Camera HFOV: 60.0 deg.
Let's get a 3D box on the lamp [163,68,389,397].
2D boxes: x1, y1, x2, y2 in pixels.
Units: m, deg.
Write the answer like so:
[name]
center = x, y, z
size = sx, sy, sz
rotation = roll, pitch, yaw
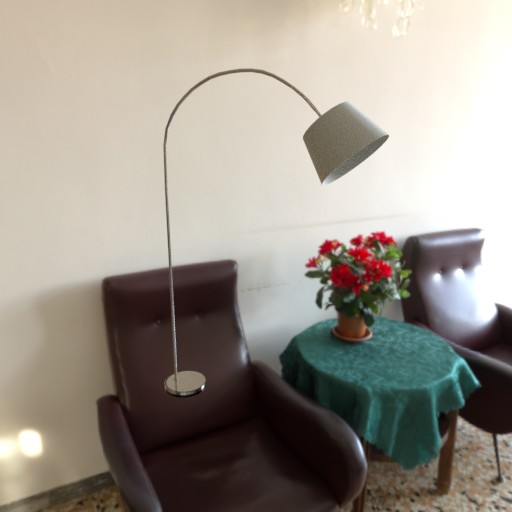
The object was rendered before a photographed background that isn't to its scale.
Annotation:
[lamp]
center = 0.000, 0.000, 2.657
size = 1.445, 2.098, 0.406
rotation = 8, 17, 27
